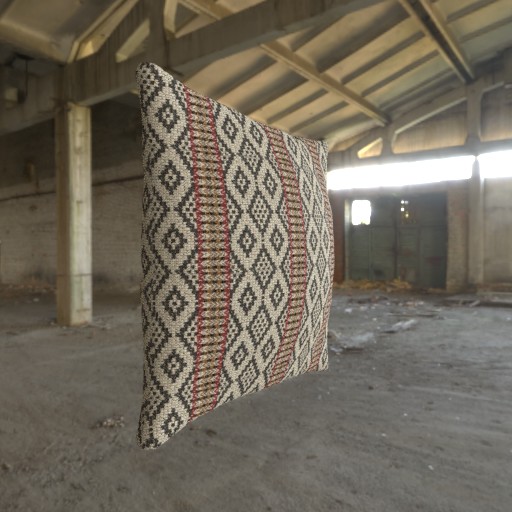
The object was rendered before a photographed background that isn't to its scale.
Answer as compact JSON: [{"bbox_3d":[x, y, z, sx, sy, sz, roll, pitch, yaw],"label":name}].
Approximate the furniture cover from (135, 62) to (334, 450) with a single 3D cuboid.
[{"bbox_3d":[0.000,0.000,0.776,0.182,0.506,0.503,0,1,36],"label":"furniture cover"}]
